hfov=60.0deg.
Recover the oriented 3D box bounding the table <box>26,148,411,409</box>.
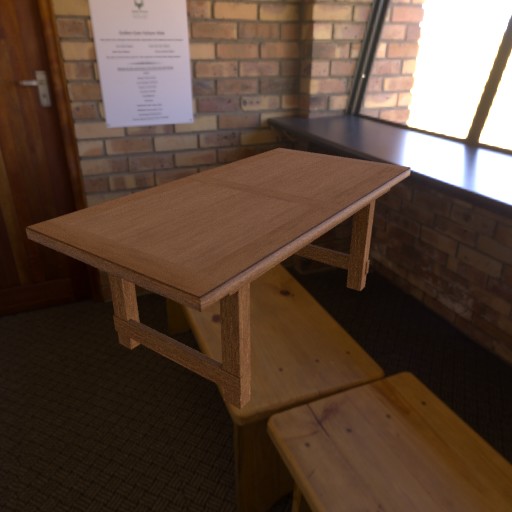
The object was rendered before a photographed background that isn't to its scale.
[{"bbox_3d":[0.000,0.000,2.513,1.000,0.762,1.982,17,30,32],"label":"table"}]
